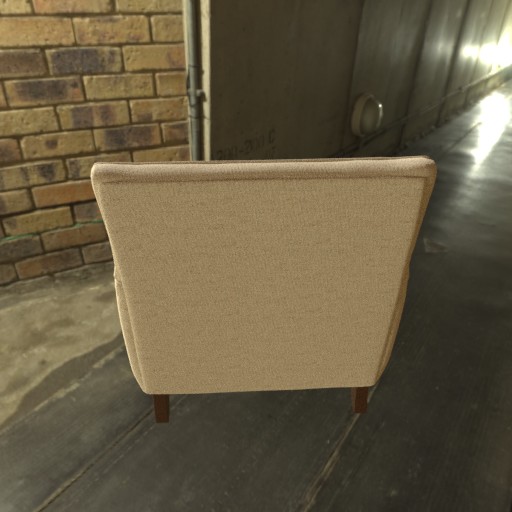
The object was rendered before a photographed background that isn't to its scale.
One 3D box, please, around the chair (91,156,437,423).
[{"bbox_3d":[0.000,0.000,1.587,0.870,0.943,0.823,-2,31,-3],"label":"chair"}]
